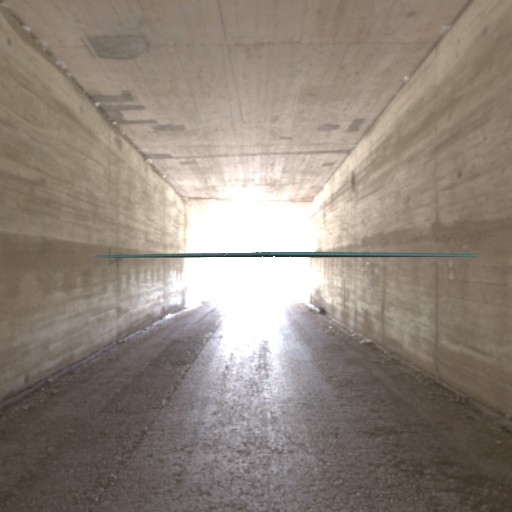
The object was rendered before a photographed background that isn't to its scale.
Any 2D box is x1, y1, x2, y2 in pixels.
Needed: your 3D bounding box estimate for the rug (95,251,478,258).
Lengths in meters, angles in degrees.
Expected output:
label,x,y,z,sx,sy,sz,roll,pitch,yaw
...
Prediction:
label,x,y,z,sx,sy,sz,roll,pitch,yaw
rug,0.000,0.000,2.435,1.211,0.012,1.833,0,-1,-36
